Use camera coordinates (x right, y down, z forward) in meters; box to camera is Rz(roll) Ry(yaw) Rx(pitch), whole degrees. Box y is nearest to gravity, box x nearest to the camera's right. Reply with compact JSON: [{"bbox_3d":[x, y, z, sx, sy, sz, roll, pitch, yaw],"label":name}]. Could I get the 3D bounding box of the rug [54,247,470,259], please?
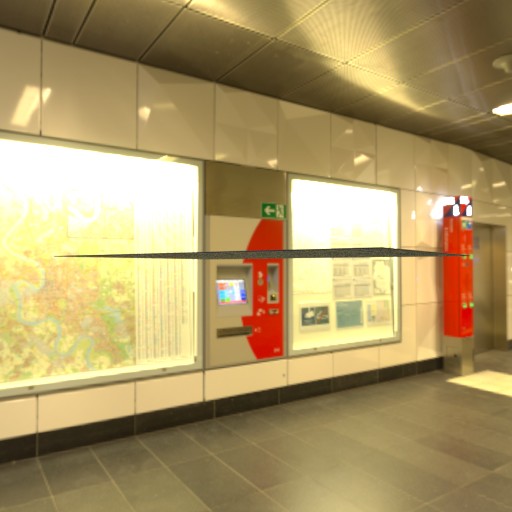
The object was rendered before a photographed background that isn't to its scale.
[{"bbox_3d":[0.000,0.000,2.317,1.819,0.005,1.200,-1,-2,37],"label":"rug"}]
